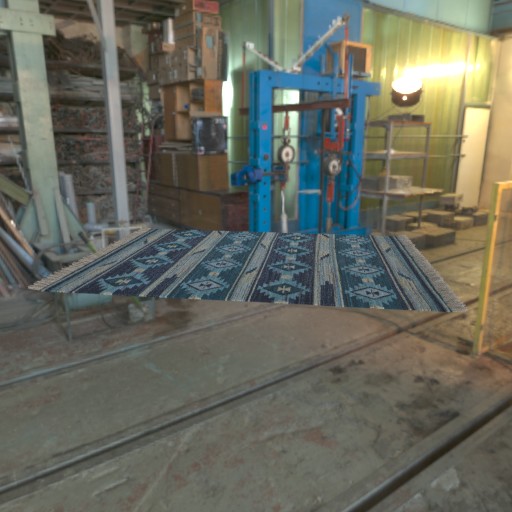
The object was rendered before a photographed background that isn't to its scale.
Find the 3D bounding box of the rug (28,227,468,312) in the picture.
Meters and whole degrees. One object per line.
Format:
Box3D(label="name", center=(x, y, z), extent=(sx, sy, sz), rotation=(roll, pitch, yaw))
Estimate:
Box3D(label="rug", center=(0.000, 0.000, 4.391), extent=(3.307, 0.047, 2.418), rotation=(2, 15, 8))
